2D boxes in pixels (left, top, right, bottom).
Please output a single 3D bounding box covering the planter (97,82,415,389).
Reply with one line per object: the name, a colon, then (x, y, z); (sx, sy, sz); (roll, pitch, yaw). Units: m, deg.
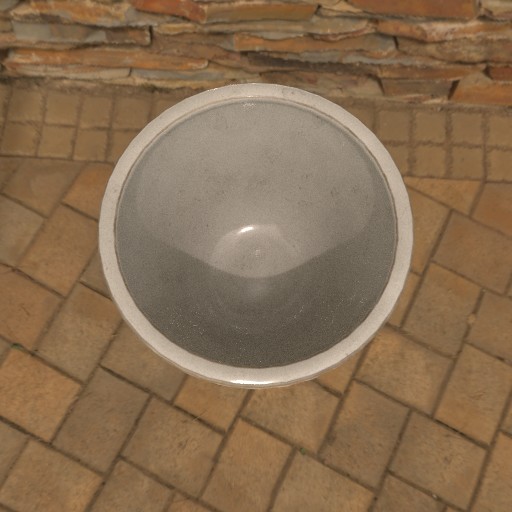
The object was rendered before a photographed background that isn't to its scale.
planter: (0.000, 0.000, 0.314); (0.173, 0.160, 0.173); (0, 77, 0)
